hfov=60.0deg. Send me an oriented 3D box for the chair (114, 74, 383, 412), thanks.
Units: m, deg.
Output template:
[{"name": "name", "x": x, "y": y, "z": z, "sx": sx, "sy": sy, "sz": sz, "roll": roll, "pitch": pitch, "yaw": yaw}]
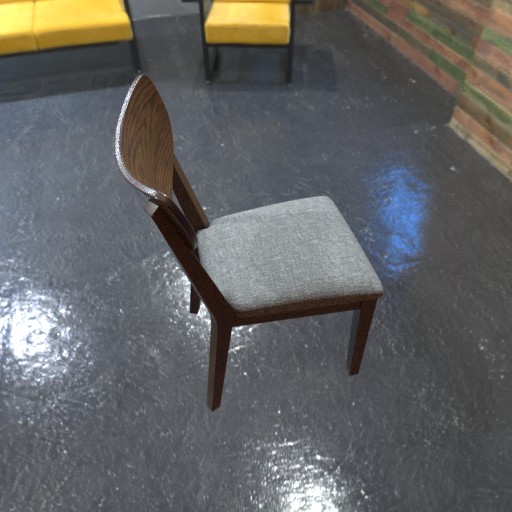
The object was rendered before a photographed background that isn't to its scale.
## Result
[{"name": "chair", "x": 0.000, "y": 0.000, "z": 1.206, "sx": 0.583, "sy": 0.849, "sz": 0.491, "roll": -10, "pitch": 47, "yaw": -10}]
